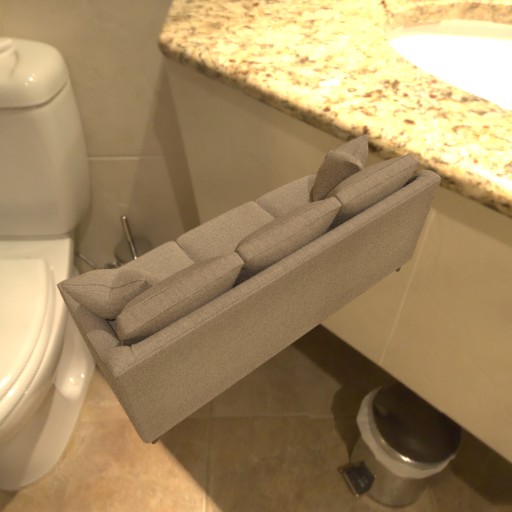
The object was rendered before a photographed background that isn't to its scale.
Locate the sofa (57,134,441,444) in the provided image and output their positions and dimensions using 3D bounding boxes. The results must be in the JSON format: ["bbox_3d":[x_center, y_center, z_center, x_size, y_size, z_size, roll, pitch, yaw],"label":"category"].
[{"bbox_3d":[0.000,0.000,2.566,2.031,0.914,0.865,-30,53,-25],"label":"sofa"}]
